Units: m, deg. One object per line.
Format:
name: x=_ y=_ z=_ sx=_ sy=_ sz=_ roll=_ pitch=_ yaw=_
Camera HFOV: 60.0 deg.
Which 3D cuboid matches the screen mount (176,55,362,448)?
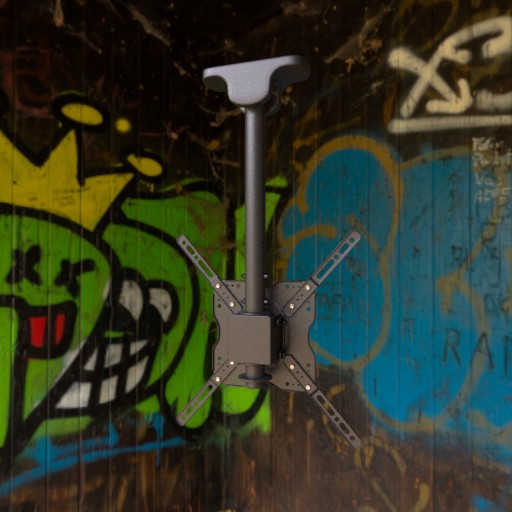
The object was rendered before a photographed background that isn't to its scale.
screen mount: x=0.000 y=0.000 z=0.865 sx=0.393 sy=0.729 sz=0.090 roll=0 pitch=-1 yaw=19
